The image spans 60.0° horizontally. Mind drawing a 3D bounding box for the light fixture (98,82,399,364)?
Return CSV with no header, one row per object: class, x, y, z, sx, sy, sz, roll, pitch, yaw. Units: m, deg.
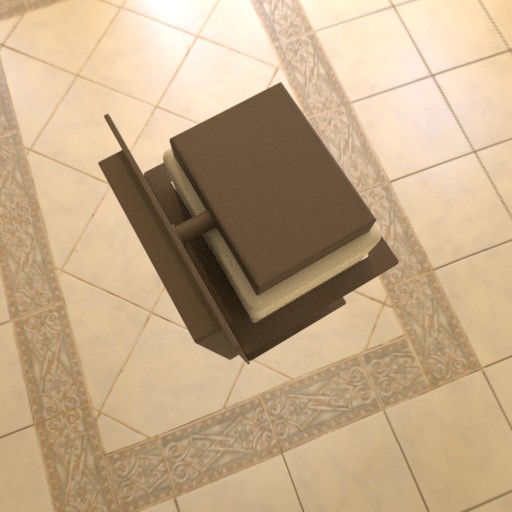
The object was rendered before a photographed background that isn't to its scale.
light fixture,0.000,0.000,0.409,0.146,0.347,0.153,-30,77,-7
